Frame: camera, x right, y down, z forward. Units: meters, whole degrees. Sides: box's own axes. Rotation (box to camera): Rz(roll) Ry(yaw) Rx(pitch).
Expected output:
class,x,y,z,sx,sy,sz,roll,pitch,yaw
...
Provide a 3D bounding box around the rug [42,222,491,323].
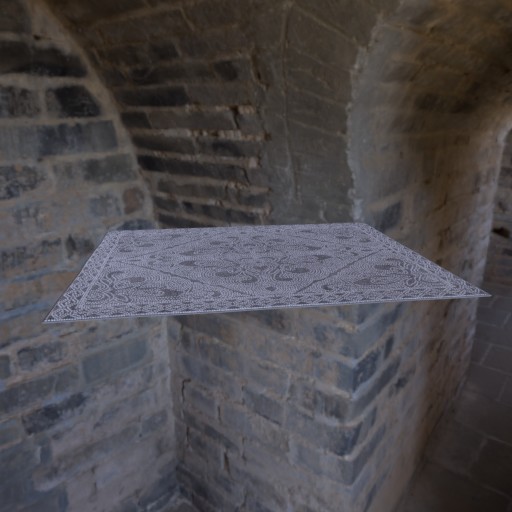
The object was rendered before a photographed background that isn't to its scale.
class,x,y,z,sx,sy,sz,roll,pitch,yaw
rug,0.000,0.000,4.078,3.048,0.012,2.438,-2,17,-8
